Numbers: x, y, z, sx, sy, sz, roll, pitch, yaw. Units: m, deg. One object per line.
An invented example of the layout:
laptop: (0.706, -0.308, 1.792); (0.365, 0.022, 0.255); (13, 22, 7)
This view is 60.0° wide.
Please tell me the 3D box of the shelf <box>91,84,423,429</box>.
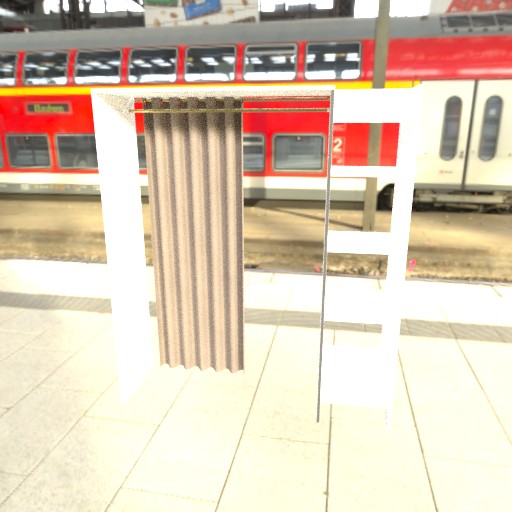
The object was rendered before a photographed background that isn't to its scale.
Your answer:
shelf: (0.000, 0.000, 2.596); (1.600, 1.820, 0.500); (2, 16, 8)
